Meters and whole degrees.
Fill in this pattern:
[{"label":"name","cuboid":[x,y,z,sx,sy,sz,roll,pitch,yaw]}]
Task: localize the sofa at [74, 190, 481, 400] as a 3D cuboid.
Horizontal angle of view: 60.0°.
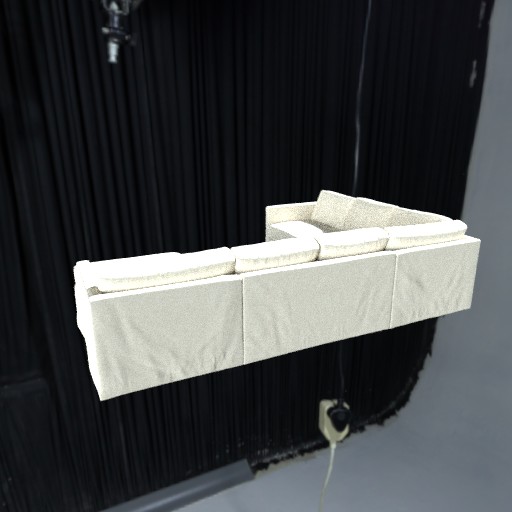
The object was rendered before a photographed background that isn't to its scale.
[{"label":"sofa","cuboid":[0.000,0.000,4.478,3.460,0.882,2.427,-8,18,-25]}]
